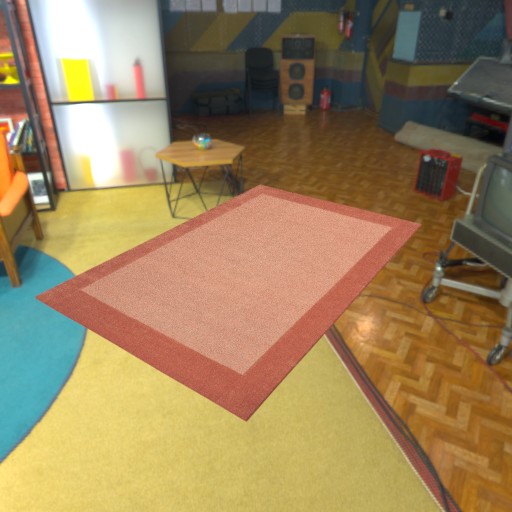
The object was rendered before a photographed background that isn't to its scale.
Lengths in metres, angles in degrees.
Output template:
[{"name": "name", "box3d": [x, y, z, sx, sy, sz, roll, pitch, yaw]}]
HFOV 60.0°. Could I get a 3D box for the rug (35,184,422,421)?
[{"name": "rug", "box3d": [0.000, 0.000, 2.397, 1.219, 0.014, 1.829, 19, 34, 30]}]
